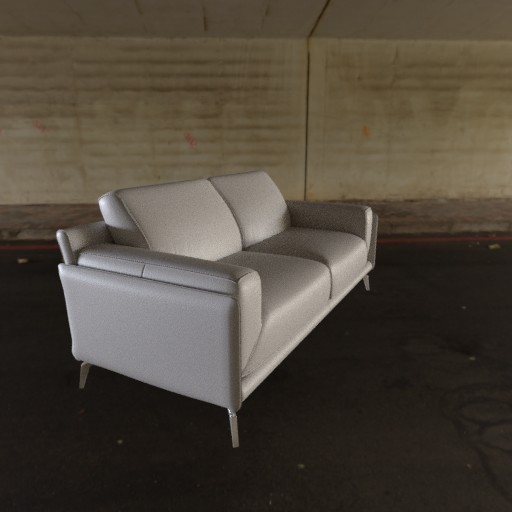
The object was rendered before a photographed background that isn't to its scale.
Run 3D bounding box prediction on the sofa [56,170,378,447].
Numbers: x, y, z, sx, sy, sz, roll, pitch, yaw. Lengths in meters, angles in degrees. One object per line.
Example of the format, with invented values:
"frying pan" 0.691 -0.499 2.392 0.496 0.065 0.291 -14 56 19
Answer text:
"sofa" 0.000 0.000 2.639 1.049 0.930 2.101 8 17 27
